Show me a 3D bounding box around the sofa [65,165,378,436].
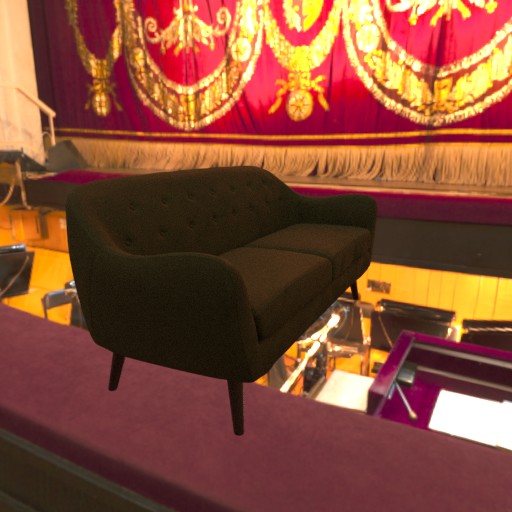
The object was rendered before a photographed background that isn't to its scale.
[{"bbox_3d":[0.000,0.000,2.228,0.820,0.836,1.840,7,16,26],"label":"sofa"}]
